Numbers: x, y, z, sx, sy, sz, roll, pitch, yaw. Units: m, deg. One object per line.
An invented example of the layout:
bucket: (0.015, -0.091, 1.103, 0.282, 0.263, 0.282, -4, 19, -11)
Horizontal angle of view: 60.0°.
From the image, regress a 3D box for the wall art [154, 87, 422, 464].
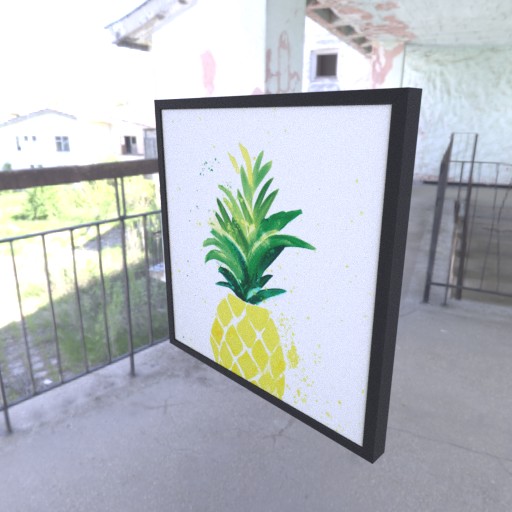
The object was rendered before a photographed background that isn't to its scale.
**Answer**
wall art: (0.000, 0.000, 0.744, 0.033, 0.507, 0.508, -17, 24, -42)
